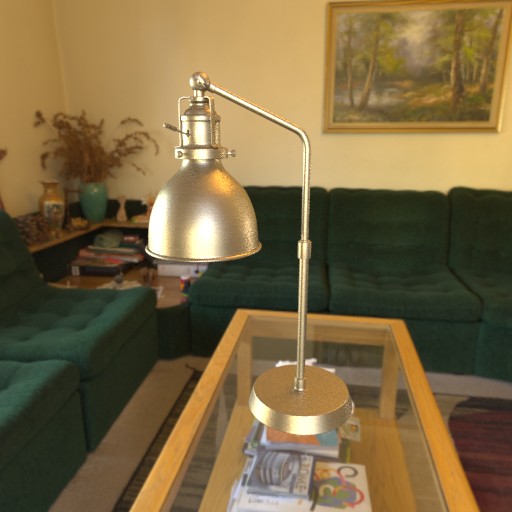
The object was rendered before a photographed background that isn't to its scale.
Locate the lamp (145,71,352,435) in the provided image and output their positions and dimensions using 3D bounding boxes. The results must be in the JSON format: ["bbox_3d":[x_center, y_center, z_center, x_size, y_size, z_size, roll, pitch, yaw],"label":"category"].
[{"bbox_3d":[0.000,0.000,0.592,0.286,0.456,0.153,-2,15,-8],"label":"lamp"}]
